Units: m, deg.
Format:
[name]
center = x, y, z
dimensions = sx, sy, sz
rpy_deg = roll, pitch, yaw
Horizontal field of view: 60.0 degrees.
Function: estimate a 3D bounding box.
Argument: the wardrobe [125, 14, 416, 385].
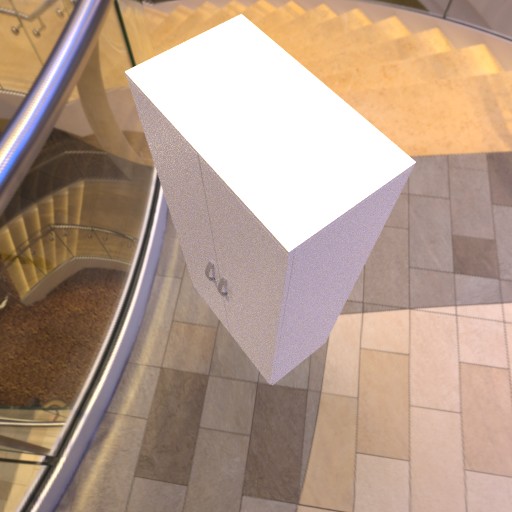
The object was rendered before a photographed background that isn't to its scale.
[wardrobe]
center = 0.000, 0.000, 1.987
dimensions = 0.470, 1.700, 0.760
rpy_deg = -35, 68, -16
